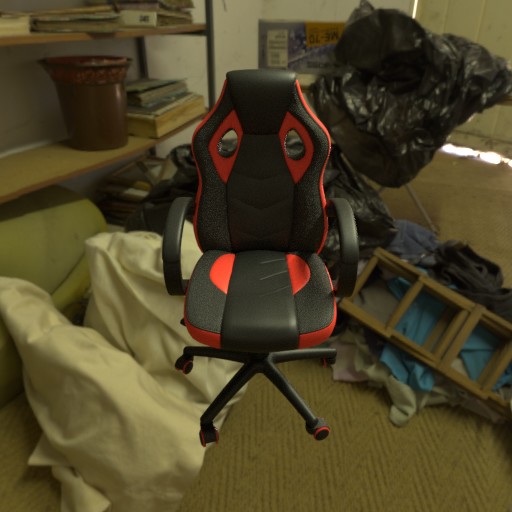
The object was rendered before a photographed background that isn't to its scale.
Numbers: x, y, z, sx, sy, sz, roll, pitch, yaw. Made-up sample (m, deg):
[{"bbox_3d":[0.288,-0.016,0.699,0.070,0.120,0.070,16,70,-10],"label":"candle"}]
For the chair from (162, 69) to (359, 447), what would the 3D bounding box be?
[{"bbox_3d":[0.000,0.000,1.382,0.600,1.016,0.642,0,30,1],"label":"chair"}]
